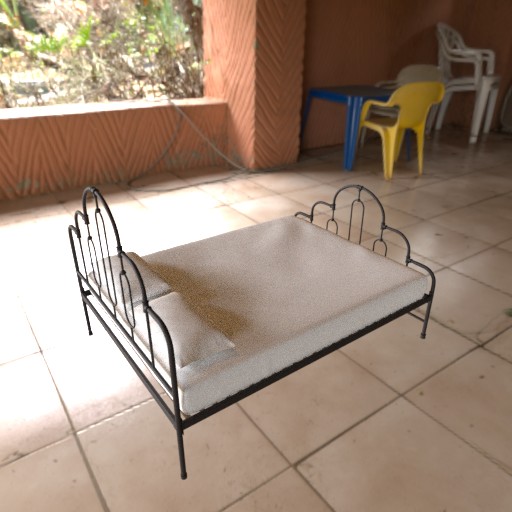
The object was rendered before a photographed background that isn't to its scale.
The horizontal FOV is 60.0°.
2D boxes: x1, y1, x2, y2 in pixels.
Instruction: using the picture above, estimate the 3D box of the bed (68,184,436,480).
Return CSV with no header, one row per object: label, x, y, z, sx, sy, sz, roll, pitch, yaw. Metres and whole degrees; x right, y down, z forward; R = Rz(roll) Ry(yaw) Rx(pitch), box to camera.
bed,0.000,0.000,3.232,2.163,1.429,1.640,-18,31,-32
